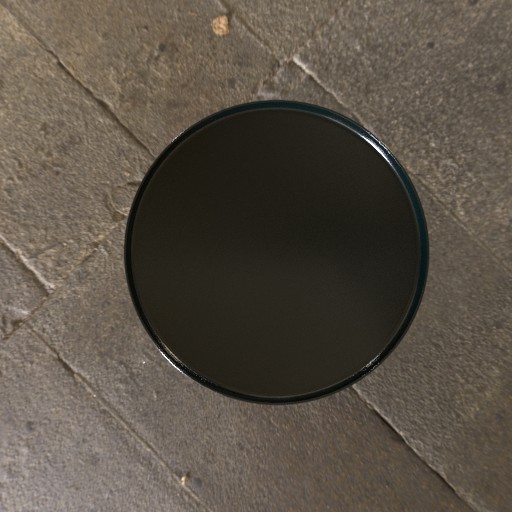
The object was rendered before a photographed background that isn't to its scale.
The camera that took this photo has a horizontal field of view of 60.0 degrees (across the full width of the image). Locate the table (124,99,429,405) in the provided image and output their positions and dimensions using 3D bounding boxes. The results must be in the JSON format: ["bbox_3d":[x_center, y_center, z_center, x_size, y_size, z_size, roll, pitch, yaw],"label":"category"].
[{"bbox_3d":[0.000,0.000,0.807,0.415,0.548,0.403,0,90,0],"label":"table"}]
